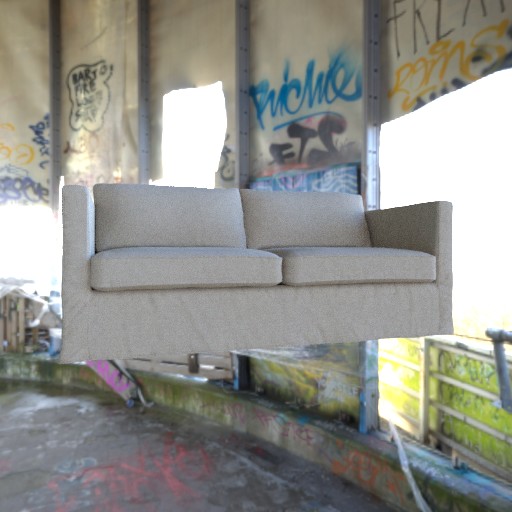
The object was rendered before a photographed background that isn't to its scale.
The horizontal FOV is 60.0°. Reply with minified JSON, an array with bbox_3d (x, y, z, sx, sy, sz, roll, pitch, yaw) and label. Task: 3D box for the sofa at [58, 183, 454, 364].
[{"bbox_3d":[0.000,0.000,2.480,1.959,0.835,0.962,0,1,-18],"label":"sofa"}]
